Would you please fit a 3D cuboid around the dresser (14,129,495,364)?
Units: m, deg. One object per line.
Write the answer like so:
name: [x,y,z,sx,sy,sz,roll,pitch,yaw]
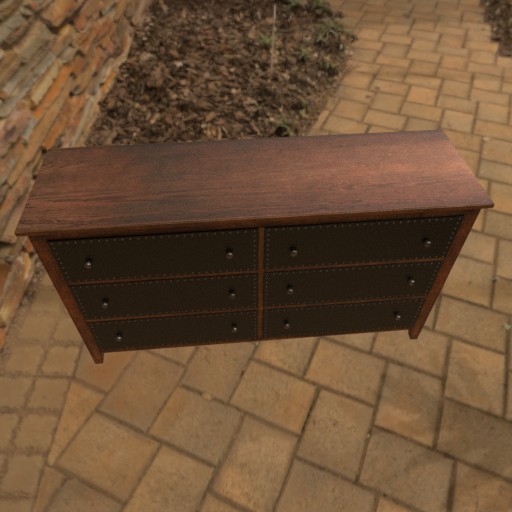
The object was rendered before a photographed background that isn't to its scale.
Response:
dresser: [0.000,0.000,1.886,1.551,0.856,0.463,-4,47,-3]
